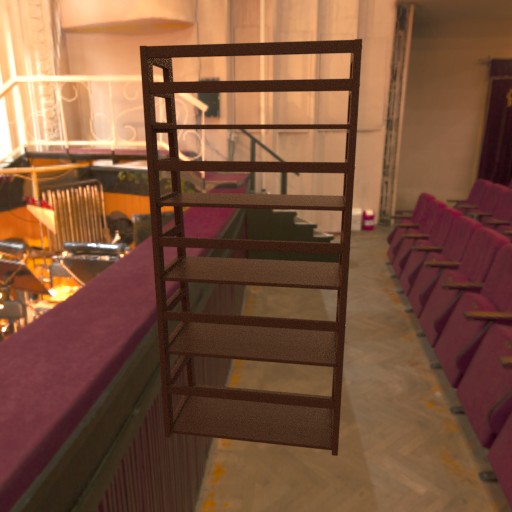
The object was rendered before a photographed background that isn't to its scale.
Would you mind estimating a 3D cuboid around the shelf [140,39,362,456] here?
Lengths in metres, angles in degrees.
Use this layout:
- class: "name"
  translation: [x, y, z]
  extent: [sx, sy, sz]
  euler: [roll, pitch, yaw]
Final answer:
- class: "shelf"
  translation: [0.000, 0.000, 1.895]
  extent: [0.763, 1.600, 0.403]
  euler: [2, 16, 9]
